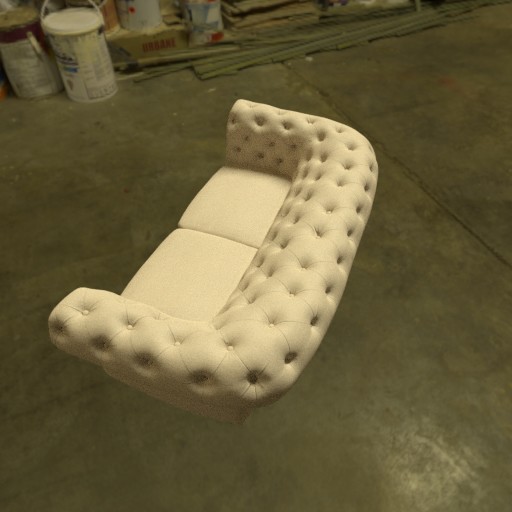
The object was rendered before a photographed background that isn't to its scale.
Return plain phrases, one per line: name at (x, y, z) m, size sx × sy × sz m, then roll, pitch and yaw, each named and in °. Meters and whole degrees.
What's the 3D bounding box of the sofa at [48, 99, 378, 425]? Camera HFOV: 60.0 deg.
sofa at (0.000, 0.000, 2.487) m, size 1.069 × 0.835 × 1.988 m, roll 16°, pitch 49°, yaw 15°
